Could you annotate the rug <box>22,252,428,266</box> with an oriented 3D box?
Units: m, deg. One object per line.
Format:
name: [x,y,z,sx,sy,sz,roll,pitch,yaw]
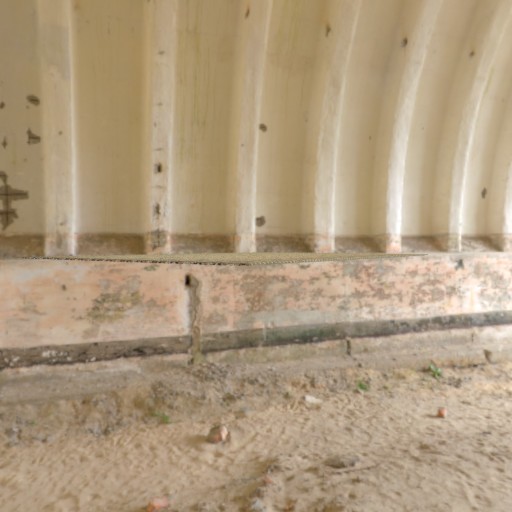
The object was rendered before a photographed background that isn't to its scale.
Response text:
rug: [0.000,0.000,2.295,1.247,0.008,1.802,1,2,37]
